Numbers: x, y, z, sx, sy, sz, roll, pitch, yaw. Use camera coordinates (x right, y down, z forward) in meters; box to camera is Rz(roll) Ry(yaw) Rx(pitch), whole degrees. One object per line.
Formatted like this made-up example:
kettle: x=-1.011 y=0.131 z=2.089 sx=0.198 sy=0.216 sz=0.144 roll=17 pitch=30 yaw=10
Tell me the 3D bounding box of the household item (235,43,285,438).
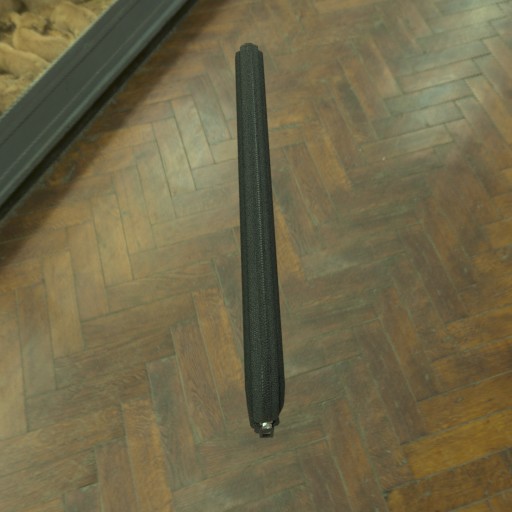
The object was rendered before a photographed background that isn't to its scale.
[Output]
household item: x=0.000 y=0.000 z=0.516 sx=0.030 sy=0.305 sz=0.396 roll=-2 pitch=65 yaw=-1
